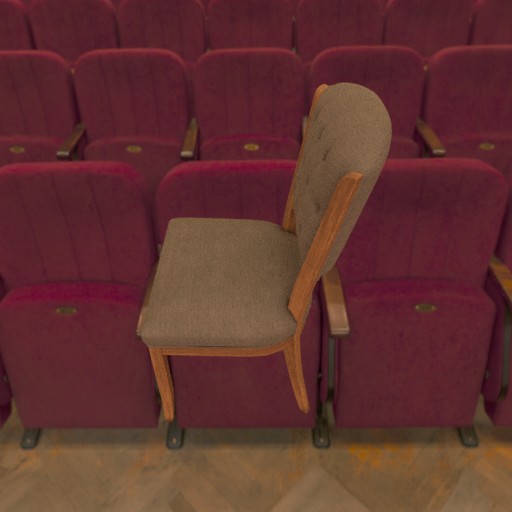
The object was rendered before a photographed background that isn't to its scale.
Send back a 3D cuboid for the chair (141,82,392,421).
[{"bbox_3d":[0.000,0.000,1.270,0.584,0.905,0.513,0,40,0],"label":"chair"}]
